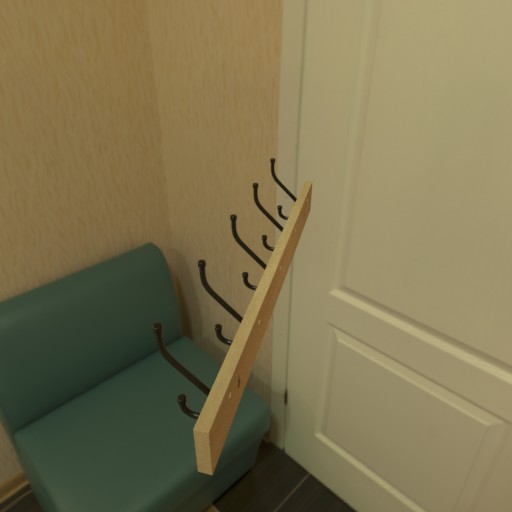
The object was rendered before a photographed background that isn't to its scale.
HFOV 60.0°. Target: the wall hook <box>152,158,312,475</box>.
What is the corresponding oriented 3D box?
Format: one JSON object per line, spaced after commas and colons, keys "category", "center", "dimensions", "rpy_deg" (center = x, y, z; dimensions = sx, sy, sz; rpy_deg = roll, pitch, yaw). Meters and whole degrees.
{"category": "wall hook", "center": [0.000, 0.000, 0.613], "dimensions": [0.071, 0.117, 0.571], "rpy_deg": [8, 32, 13]}
